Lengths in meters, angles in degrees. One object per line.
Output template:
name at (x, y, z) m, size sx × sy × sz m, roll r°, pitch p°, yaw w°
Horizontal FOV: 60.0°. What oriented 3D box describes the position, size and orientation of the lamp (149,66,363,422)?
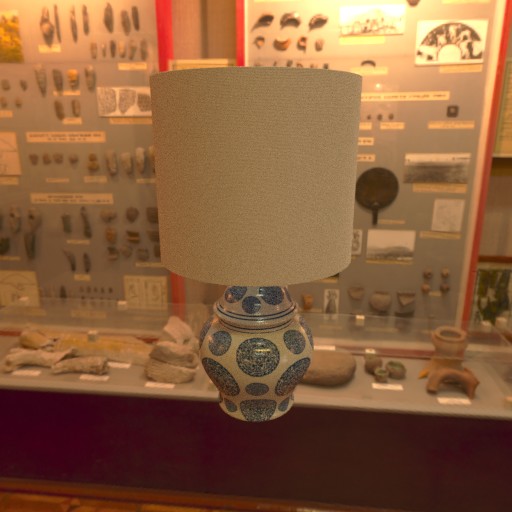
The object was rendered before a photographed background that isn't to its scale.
lamp at (0.000, 0.000, 0.512) m, size 0.215 × 0.381 × 0.215 m, roll 2°, pitch 17°, yaw 7°
